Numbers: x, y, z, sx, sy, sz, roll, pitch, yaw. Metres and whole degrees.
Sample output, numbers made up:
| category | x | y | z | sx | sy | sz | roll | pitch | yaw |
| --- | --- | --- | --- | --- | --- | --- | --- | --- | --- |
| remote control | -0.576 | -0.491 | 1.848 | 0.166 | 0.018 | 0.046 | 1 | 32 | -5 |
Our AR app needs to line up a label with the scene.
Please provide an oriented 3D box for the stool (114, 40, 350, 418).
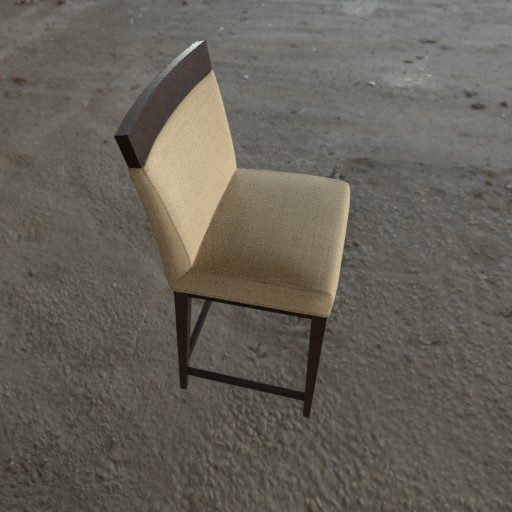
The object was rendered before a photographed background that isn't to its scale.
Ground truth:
| category | x | y | z | sx | sy | sz | roll | pitch | yaw |
| --- | --- | --- | --- | --- | --- | --- | --- | --- | --- |
| stool | 0.000 | 0.000 | 1.429 | 0.531 | 1.117 | 0.511 | 10 | 47 | 9 |
